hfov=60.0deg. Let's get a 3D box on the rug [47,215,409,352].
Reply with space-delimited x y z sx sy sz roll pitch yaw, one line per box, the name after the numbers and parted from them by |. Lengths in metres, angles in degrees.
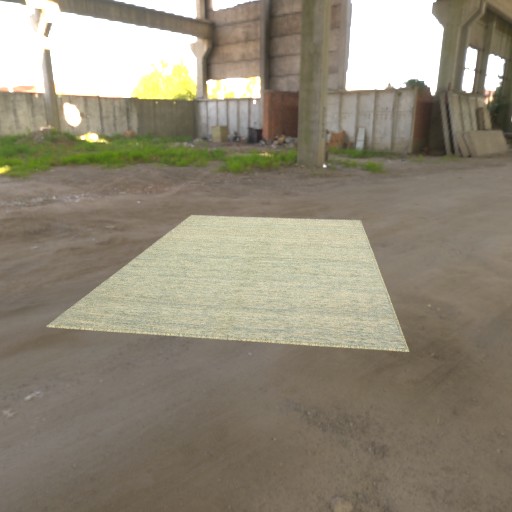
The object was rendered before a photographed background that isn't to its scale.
0.000 0.000 2.367 1.250 0.015 1.850 2 18 8 | rug
